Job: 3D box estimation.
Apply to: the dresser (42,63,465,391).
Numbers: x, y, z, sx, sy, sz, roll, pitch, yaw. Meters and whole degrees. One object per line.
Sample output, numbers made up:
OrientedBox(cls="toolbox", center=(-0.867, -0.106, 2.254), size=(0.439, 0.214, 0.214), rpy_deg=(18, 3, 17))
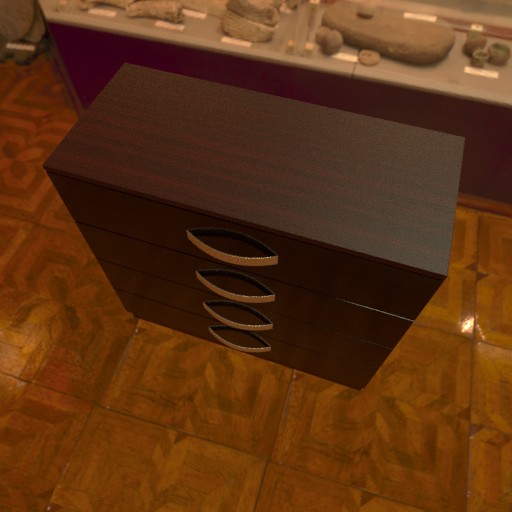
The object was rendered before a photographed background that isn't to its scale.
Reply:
OrientedBox(cls="dresser", center=(0.000, 0.000, 1.153), size=(0.750, 0.720, 0.360), rpy_deg=(16, 59, 10))
